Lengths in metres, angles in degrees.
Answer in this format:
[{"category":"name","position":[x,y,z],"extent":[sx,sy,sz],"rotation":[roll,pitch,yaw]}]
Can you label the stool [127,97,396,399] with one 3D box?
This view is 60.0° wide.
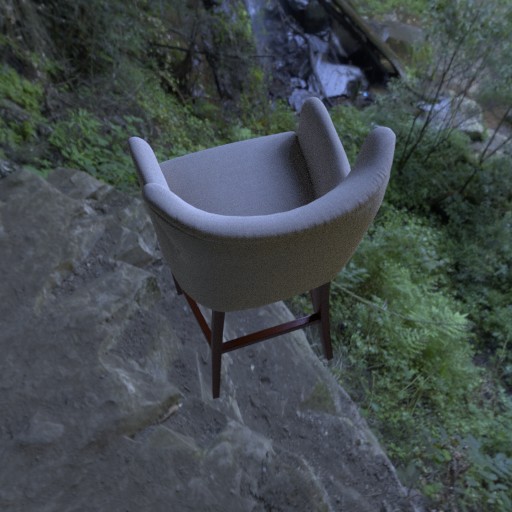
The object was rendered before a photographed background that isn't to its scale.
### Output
[{"category":"stool","position":[0.000,0.000,1.361],"extent":[0.556,1.034,0.563],"rotation":[-16,58,-10]}]
